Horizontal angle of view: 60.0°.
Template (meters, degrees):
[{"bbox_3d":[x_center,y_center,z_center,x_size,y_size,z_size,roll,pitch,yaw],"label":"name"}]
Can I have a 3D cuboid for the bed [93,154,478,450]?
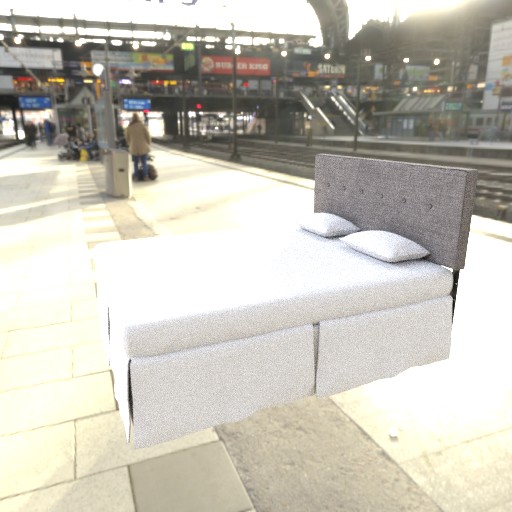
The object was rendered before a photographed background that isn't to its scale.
[{"bbox_3d":[0.000,0.000,2.887,1.958,1.168,1.621,-7,18,-23],"label":"bed"}]
